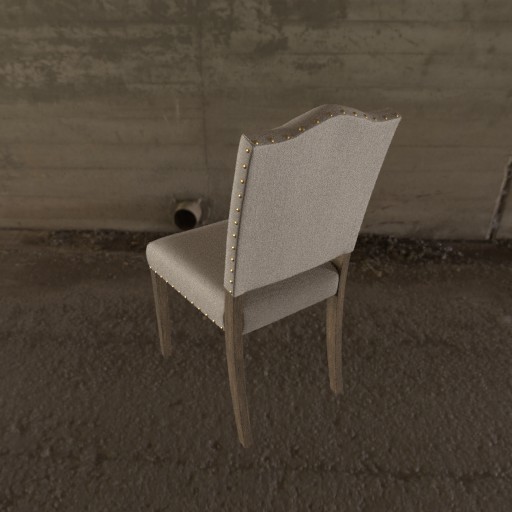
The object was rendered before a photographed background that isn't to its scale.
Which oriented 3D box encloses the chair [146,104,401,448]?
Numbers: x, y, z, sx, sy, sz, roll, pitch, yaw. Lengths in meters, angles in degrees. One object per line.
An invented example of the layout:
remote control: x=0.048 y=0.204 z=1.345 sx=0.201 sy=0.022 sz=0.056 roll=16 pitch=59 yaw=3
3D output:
chair: x=0.000 y=0.000 z=1.402 sx=0.508 sy=1.020 sz=0.620 roll=-19 pitch=35 yaw=-29
